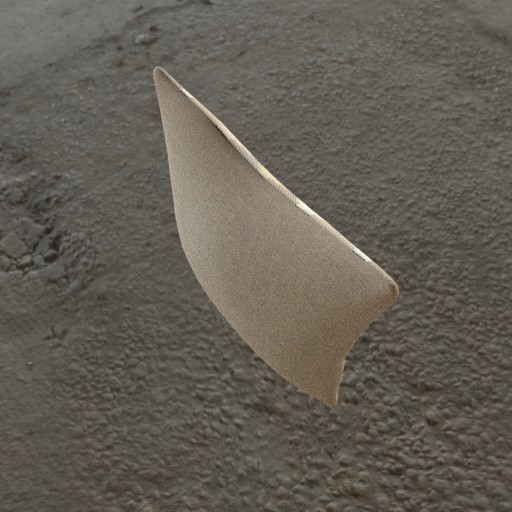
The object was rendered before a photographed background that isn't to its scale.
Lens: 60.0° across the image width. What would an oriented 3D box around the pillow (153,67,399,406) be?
[{"bbox_3d":[0.000,0.000,0.877,0.192,0.558,0.578,-34,65,-18],"label":"pillow"}]
